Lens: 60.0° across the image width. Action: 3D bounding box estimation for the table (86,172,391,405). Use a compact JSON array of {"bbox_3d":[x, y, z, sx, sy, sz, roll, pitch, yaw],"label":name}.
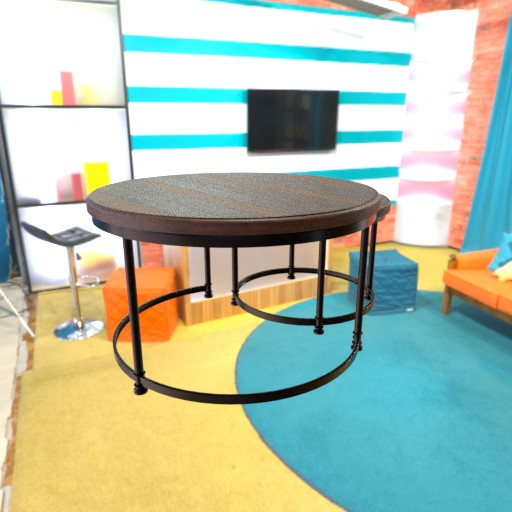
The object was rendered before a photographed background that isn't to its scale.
[{"bbox_3d":[0.000,0.000,1.565,0.870,0.516,1.152,8,19,25],"label":"table"}]
